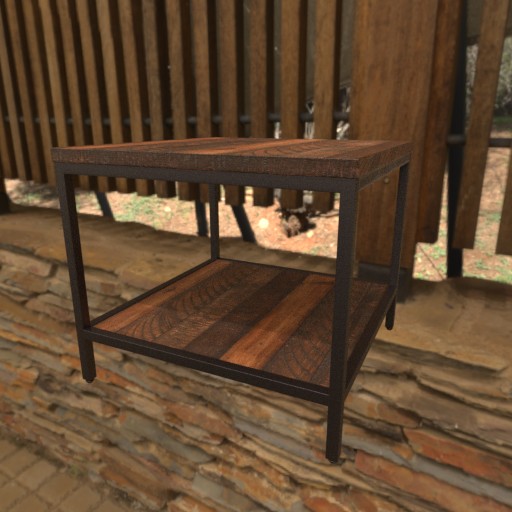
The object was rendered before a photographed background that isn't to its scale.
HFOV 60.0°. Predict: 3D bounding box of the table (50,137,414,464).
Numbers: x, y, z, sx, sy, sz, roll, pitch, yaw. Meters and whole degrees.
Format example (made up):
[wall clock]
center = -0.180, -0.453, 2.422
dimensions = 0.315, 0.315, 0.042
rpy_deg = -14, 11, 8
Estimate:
[table]
center = 0.000, 0.000, 0.982
dimensions = 0.553, 0.482, 0.548
rpy_deg = 8, 19, 24
